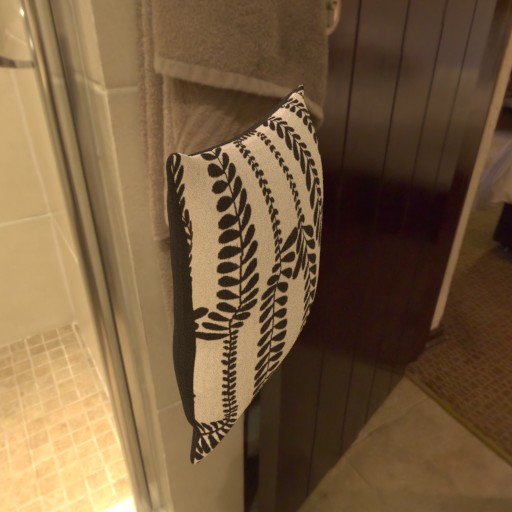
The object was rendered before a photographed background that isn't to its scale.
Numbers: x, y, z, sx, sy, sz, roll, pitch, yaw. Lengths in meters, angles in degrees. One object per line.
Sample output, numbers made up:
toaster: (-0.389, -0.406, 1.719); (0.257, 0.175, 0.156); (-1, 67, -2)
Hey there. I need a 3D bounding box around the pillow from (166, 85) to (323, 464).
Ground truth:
pillow: (0.000, 0.000, 0.677); (0.182, 0.441, 0.440); (11, 33, 18)
